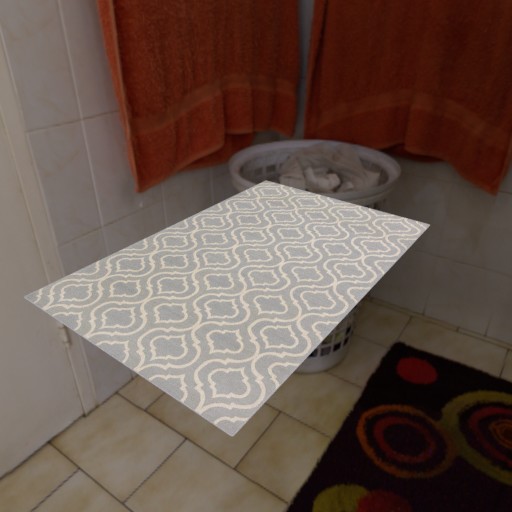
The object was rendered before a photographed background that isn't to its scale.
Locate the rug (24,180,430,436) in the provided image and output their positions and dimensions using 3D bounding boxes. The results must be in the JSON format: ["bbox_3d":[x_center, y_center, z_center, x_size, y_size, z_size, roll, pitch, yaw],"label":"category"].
[{"bbox_3d":[0.000,0.000,2.182,1.141,0.015,1.749,21,36,31],"label":"rug"}]
